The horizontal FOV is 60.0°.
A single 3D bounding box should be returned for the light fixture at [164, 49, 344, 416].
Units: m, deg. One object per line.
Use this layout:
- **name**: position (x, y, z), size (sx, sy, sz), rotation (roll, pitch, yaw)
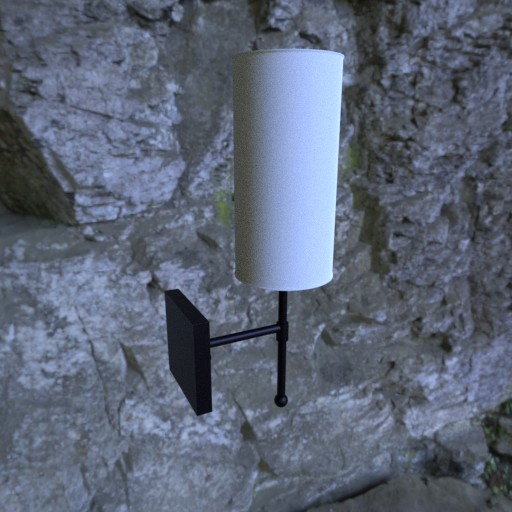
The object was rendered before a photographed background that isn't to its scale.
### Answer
- **light fixture**: position (0.000, 0.000, 0.555), size (0.208, 0.462, 0.128), rotation (-8, 18, -25)
